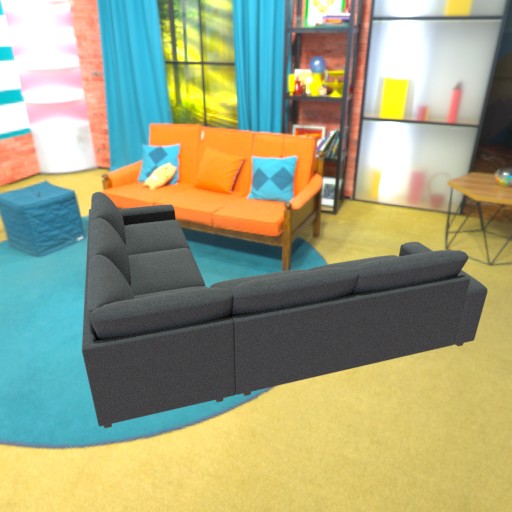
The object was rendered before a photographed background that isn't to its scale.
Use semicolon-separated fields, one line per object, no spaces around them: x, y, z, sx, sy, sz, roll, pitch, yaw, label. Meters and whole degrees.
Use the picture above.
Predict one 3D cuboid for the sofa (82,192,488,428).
0.000;0.000;4.644;3.277;0.965;2.895;-8;28;-16;sofa
